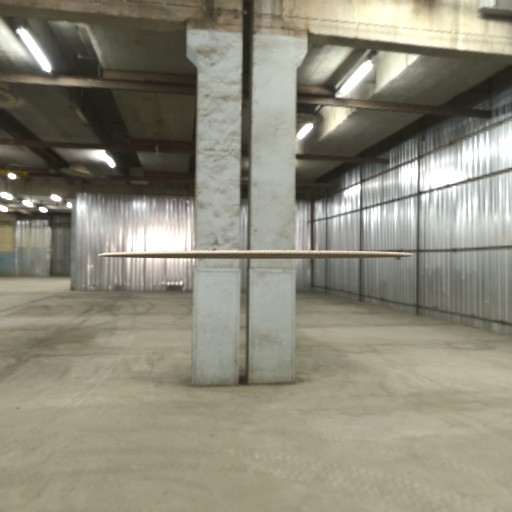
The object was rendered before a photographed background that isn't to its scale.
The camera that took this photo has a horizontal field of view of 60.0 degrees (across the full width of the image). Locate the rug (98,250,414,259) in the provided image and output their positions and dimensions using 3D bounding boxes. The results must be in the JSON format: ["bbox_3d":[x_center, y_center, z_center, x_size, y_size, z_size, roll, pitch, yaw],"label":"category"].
[{"bbox_3d":[0.000,0.000,2.373,1.593,0.012,1.593,0,-1,0],"label":"rug"}]
